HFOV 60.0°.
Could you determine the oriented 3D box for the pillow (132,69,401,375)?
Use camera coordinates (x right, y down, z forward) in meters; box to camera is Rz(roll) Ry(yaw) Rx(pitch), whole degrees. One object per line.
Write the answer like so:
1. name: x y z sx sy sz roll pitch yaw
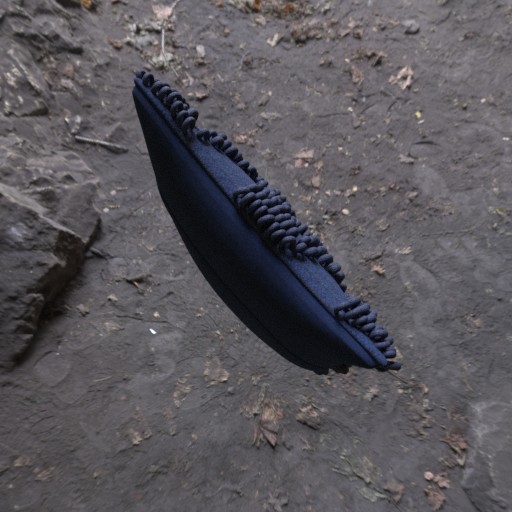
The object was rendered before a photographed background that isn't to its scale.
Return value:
1. pillow: 0.000 0.000 0.718 0.172 0.466 0.469 -38 79 -9
